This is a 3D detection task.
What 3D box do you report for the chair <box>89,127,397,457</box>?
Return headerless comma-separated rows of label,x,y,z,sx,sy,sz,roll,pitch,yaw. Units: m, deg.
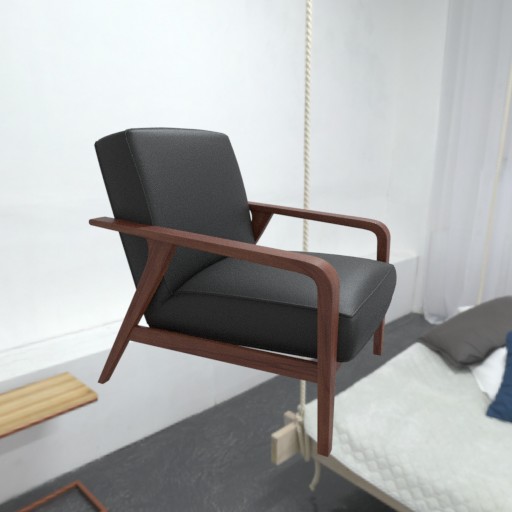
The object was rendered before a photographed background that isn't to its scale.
chair,0.000,0.000,1.536,0.889,0.861,0.719,7,15,26
